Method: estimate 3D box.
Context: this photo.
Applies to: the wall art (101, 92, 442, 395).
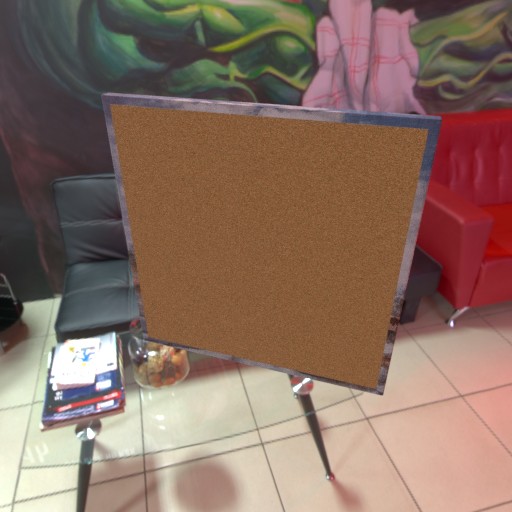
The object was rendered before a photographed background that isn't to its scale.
[{"bbox_3d":[0.000,0.000,1.540,1.010,1.020,0.040,9,32,15],"label":"wall art"}]
